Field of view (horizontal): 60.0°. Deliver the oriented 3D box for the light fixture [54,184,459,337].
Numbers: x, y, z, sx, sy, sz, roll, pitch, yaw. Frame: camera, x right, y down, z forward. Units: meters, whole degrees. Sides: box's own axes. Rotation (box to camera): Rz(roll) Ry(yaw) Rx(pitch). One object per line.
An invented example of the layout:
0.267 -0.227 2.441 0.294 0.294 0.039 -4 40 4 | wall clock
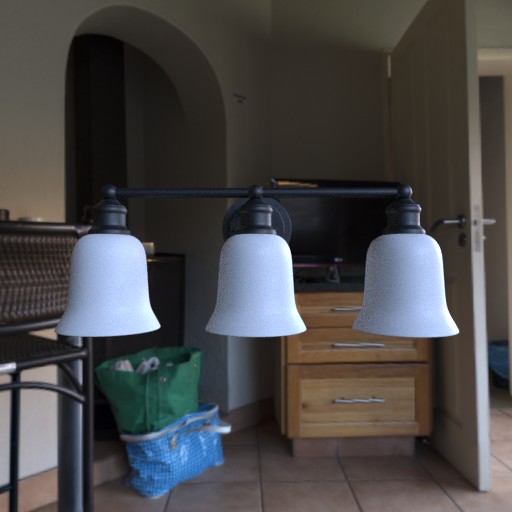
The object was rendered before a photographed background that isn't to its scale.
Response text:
0.000 0.000 0.668 0.570 0.211 0.198 0 -1 1 | light fixture
